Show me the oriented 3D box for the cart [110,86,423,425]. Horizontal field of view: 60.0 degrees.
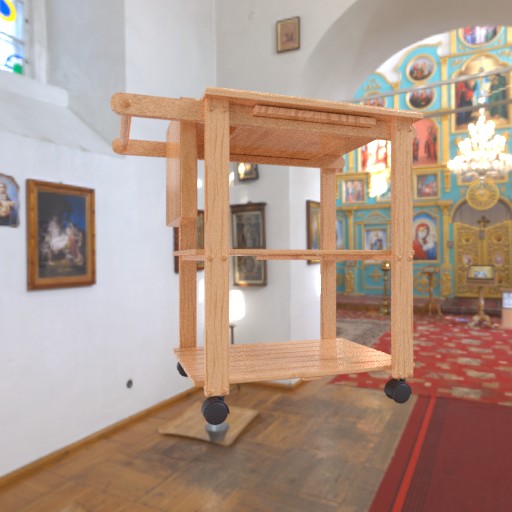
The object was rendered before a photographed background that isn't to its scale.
[{"bbox_3d":[0.000,0.000,1.354,0.843,0.816,0.520,0,0,-18],"label":"cart"}]
